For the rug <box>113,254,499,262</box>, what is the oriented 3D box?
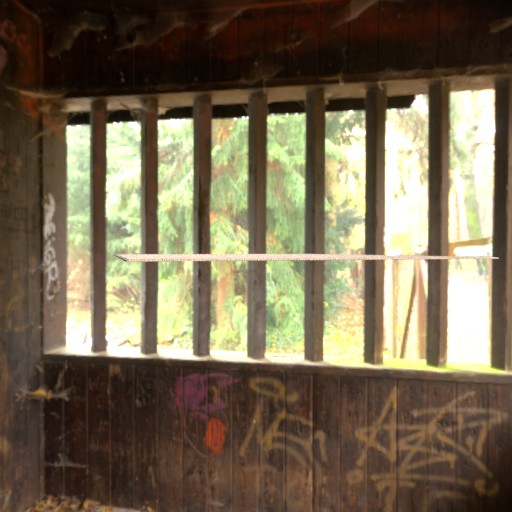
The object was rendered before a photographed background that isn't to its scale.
[{"bbox_3d":[0.000,0.000,4.015,2.406,0.012,3.034,0,1,-19],"label":"rug"}]
